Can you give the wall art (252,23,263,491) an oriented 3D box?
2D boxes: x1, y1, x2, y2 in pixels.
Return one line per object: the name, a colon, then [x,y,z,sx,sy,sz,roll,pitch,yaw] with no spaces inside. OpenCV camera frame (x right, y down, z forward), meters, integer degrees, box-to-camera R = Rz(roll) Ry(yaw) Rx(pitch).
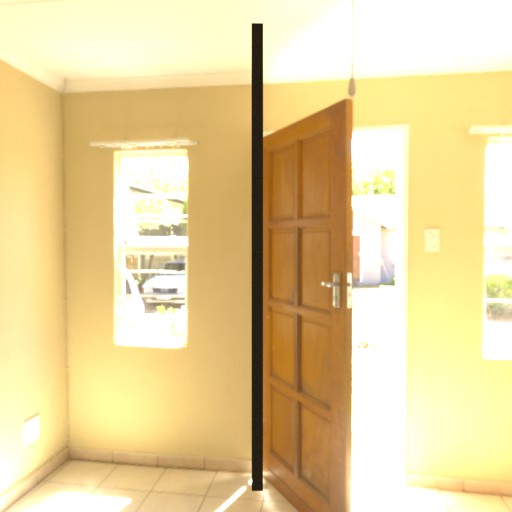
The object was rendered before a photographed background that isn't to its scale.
wall art: [0.000,0.000,0.695,0.013,0.534,0.380,0,1,0]
